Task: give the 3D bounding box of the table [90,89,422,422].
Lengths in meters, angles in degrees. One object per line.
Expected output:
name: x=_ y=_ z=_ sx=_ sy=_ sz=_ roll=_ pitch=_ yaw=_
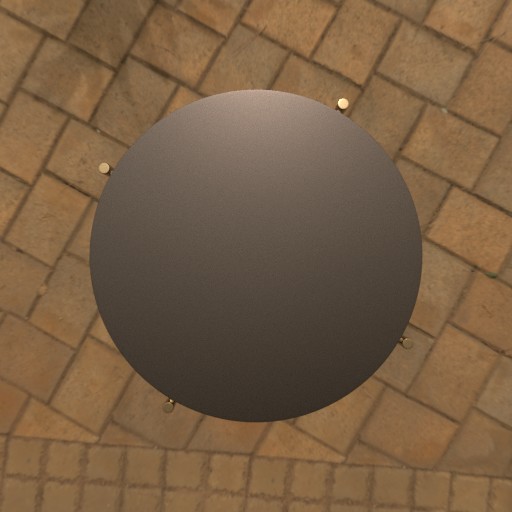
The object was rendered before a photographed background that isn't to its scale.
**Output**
table: x=0.000 y=0.000 z=1.447 sx=0.938 sy=0.400 sz=0.938 roll=0 pitch=90 yaw=0
